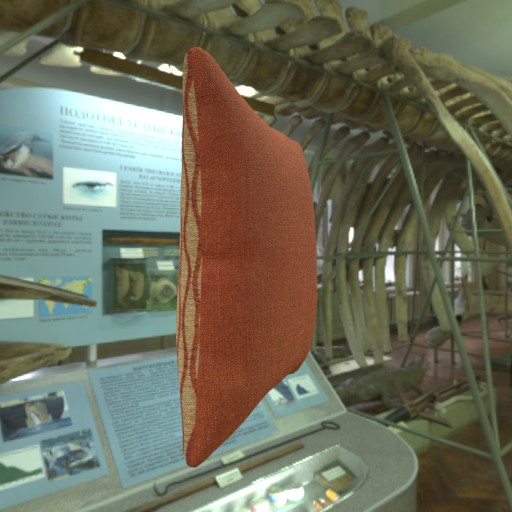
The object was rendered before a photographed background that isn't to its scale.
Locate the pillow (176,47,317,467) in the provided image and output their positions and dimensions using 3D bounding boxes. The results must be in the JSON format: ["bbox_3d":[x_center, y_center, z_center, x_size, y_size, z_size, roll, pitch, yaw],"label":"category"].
[{"bbox_3d":[0.000,0.000,0.653,0.159,0.434,0.429,0,1,19],"label":"pillow"}]
